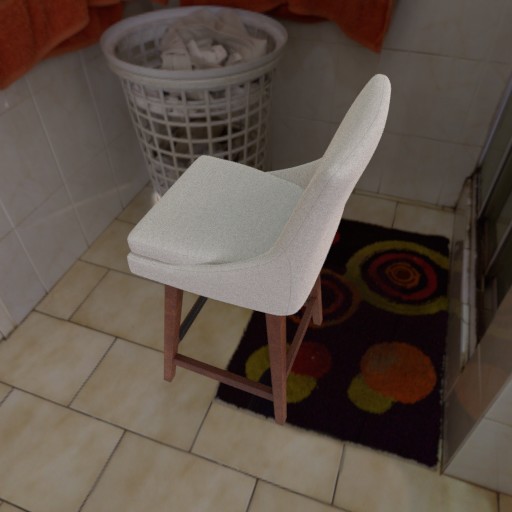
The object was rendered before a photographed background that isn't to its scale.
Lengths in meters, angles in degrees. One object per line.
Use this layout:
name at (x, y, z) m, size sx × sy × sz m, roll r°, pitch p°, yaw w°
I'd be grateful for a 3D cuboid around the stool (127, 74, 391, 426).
stool at (0.000, 0.000, 1.304) m, size 0.559 × 0.991 × 0.469 m, roll 16°, pitch 47°, yaw 15°
